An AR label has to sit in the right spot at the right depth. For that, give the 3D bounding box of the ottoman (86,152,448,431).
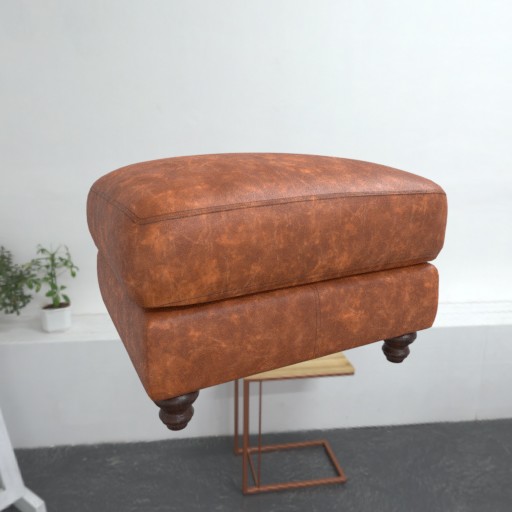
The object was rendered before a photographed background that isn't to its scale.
[{"bbox_3d":[0.000,0.000,1.245,0.832,0.562,0.657,-8,18,-26],"label":"ottoman"}]
